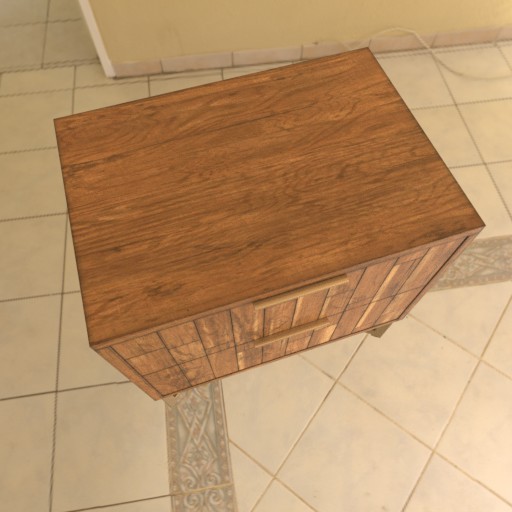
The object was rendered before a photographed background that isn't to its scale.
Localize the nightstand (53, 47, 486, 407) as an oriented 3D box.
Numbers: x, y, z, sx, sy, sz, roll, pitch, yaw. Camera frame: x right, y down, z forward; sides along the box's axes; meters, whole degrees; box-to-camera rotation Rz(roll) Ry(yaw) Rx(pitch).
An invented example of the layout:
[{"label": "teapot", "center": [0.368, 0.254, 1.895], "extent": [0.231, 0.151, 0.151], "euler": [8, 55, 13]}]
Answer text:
[{"label": "nightstand", "center": [0.000, 0.000, 1.002], "extent": [0.610, 0.610, 0.446], "euler": [-16, 64, -8]}]
